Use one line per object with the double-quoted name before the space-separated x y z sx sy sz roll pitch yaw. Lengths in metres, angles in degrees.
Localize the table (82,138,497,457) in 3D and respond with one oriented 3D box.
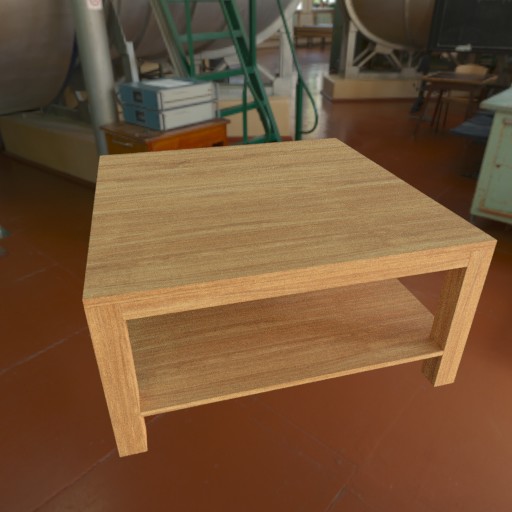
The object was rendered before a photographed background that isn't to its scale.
"table" 0.000 0.000 1.400 0.900 0.450 0.900 -8 31 -13
